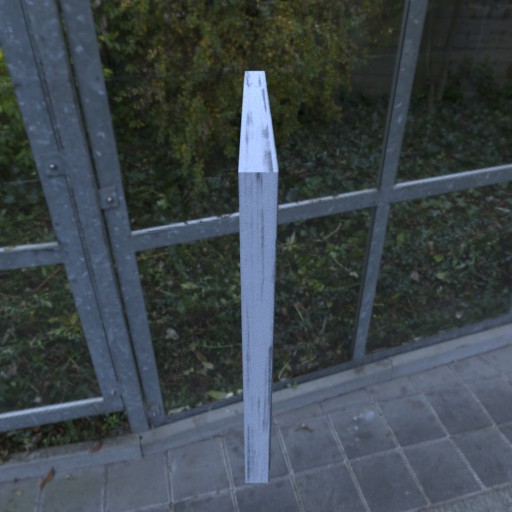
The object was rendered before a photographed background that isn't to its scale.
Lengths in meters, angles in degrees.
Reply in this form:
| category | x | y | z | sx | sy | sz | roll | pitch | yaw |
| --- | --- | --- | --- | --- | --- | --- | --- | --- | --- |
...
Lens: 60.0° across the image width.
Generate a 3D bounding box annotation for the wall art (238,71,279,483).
| category | x | y | z | sx | sy | sz | roll | pitch | yaw |
| --- | --- | --- | --- | --- | --- | --- | --- | --- | --- |
| wall art | 0.000 | 0.000 | 0.759 | 0.038 | 0.506 | 0.506 | 0 | 32 | 0 |
